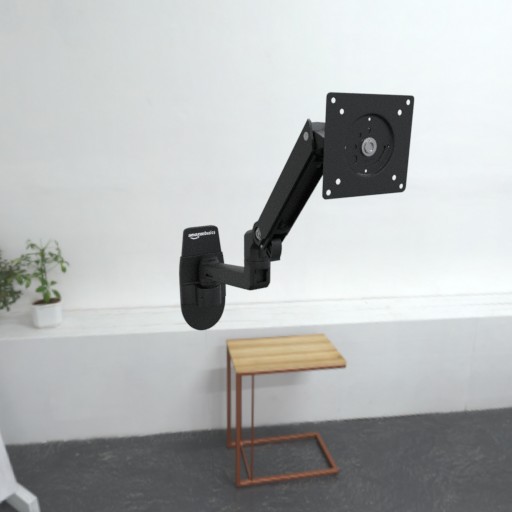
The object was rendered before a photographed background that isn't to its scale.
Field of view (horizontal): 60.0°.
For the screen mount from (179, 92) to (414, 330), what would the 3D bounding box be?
[{"bbox_3d":[0.000,0.000,0.717,0.115,0.466,0.495,-9,19,-27],"label":"screen mount"}]
